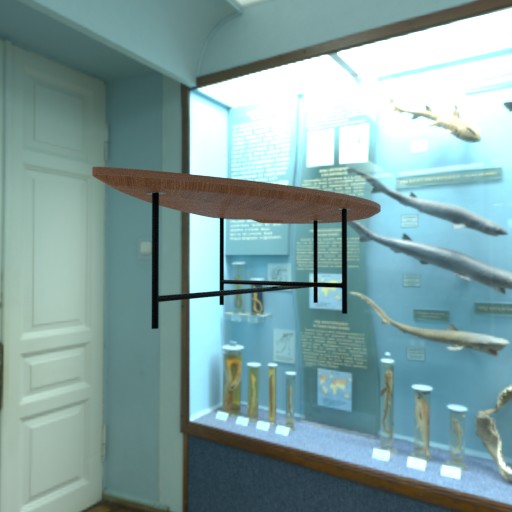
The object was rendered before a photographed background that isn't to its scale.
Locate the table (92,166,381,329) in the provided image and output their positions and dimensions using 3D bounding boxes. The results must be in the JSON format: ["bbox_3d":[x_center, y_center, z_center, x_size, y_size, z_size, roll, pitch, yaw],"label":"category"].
[{"bbox_3d":[0.000,0.000,1.420,0.598,0.360,1.199,-1,-1,35],"label":"table"}]
